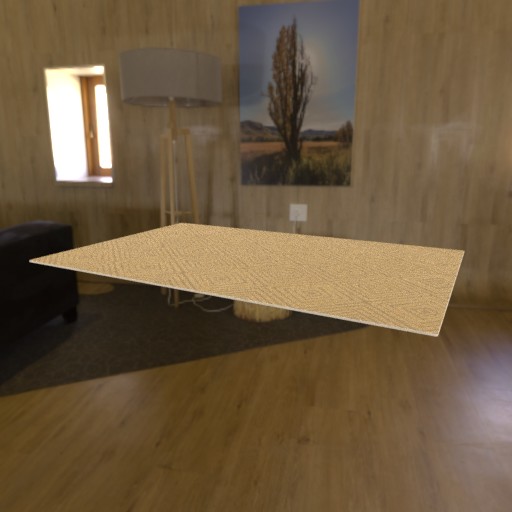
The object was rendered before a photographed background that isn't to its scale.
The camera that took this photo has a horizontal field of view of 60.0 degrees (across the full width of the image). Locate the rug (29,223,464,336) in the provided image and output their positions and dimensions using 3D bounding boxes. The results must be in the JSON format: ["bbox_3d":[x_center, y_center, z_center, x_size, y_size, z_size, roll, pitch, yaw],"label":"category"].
[{"bbox_3d":[0.000,0.000,2.125,1.753,0.008,1.143,7,16,27],"label":"rug"}]
